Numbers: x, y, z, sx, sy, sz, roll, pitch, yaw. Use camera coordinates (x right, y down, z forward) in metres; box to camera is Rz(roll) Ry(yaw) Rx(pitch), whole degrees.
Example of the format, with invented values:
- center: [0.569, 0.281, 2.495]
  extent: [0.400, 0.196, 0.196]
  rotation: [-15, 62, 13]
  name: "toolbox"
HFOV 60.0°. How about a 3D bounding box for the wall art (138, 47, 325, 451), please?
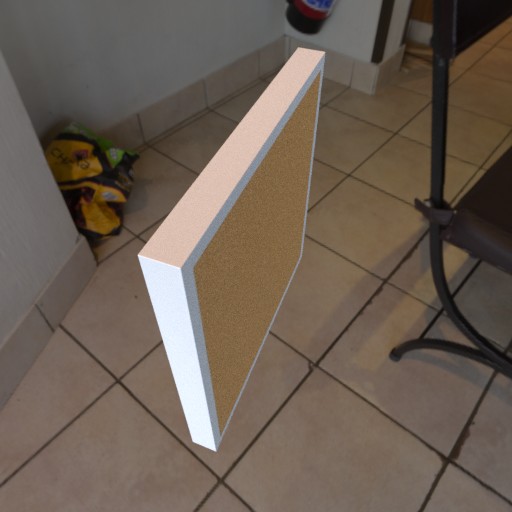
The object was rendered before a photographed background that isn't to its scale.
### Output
- center: [0.000, 0.000, 0.618]
  extent: [0.038, 0.406, 0.406]
  rotation: [16, 50, 14]
  name: "wall art"
